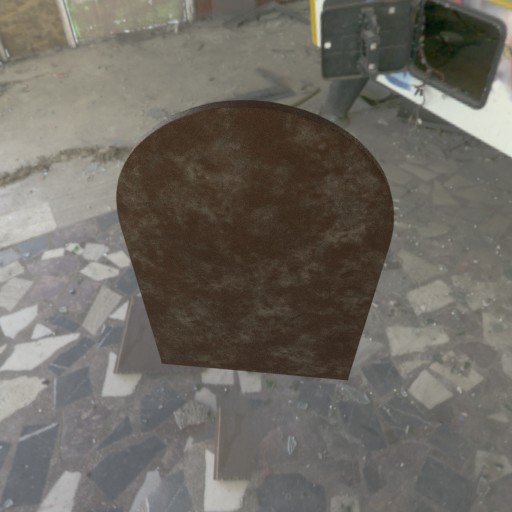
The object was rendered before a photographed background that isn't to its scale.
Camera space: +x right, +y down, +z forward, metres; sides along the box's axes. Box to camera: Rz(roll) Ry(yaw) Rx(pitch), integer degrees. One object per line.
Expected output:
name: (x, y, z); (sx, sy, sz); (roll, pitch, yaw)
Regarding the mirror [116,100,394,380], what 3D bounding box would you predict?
mirror: (0.000, 0.000, 0.968); (0.510, 0.770, 0.137); (4, 47, 4)
